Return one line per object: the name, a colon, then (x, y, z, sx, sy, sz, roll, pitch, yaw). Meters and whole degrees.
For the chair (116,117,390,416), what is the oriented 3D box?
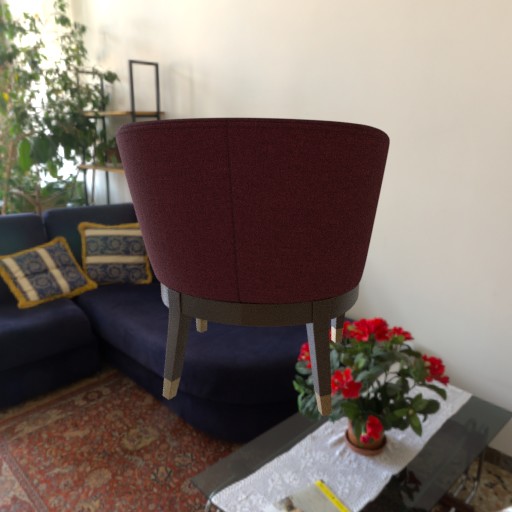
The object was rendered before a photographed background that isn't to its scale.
chair: (0.000, 0.000, 1.294, 0.700, 0.760, 0.660, 3, 16, 10)
